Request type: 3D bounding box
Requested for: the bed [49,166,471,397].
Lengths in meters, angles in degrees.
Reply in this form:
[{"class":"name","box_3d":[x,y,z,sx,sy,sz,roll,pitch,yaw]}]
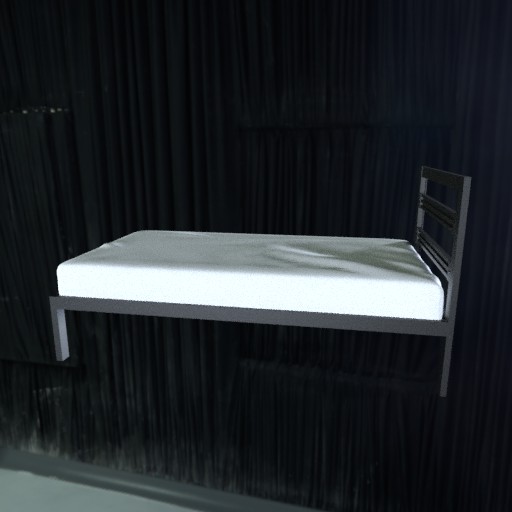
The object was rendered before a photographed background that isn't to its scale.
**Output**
[{"class":"bed","box_3d":[0.000,0.000,2.500,1.930,0.967,0.991,3,14,10]}]
